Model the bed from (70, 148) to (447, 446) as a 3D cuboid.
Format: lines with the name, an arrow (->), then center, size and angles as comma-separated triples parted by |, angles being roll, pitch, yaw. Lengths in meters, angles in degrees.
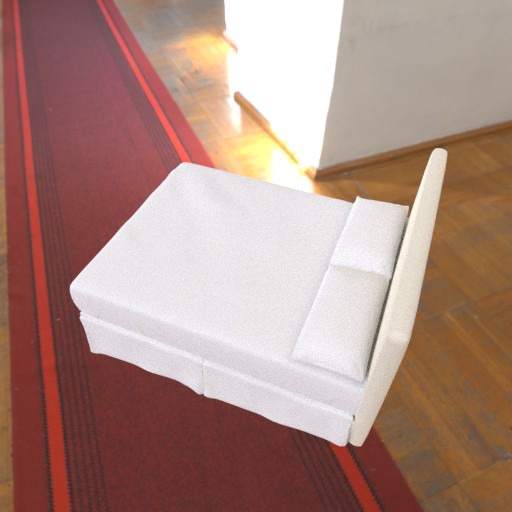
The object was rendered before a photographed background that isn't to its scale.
bed -> 0.000, 0.000, 3.194 | 2.147, 1.330, 1.714 | 17, 49, 15
